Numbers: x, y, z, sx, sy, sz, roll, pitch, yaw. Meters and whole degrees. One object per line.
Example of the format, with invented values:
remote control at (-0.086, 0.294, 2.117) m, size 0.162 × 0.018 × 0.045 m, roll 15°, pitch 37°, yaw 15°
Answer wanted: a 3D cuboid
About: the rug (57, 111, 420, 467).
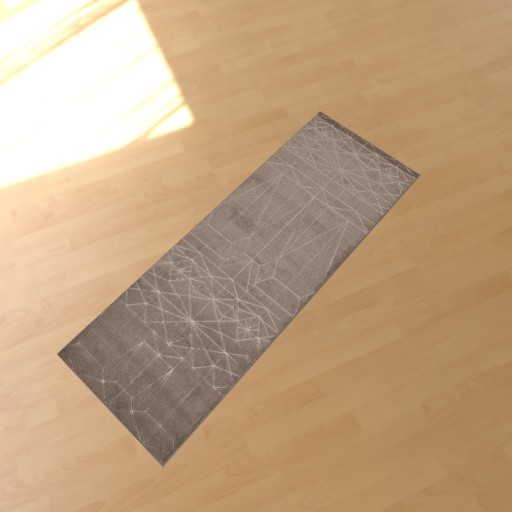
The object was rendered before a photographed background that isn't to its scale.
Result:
rug at (0.000, 0.000, 2.737) m, size 0.864 × 0.012 × 2.388 m, roll 39°, pitch 70°, yaw 17°
